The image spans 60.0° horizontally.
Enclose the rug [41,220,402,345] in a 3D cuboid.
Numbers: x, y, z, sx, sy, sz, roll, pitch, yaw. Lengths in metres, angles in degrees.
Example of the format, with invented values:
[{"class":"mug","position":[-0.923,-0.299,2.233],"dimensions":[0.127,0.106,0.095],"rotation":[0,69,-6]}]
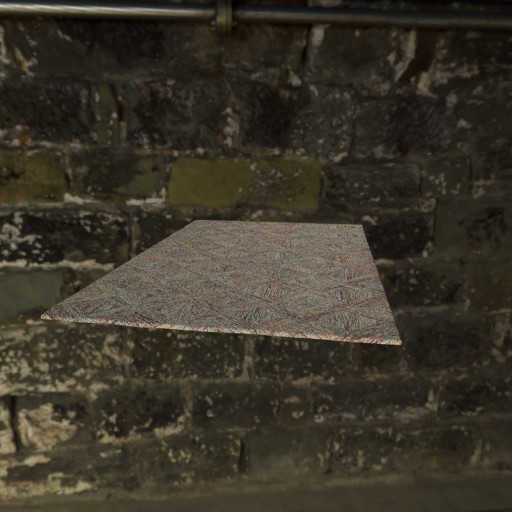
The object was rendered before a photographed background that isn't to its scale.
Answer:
[{"class":"rug","position":[0.000,0.000,2.177],"dimensions":[1.143,0.014,1.761],"rotation":[2,15,9]}]
